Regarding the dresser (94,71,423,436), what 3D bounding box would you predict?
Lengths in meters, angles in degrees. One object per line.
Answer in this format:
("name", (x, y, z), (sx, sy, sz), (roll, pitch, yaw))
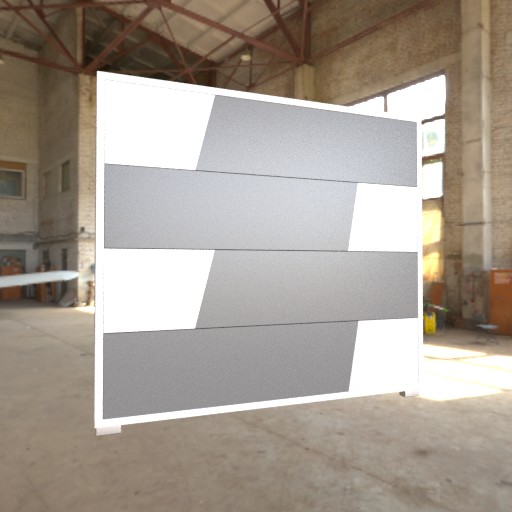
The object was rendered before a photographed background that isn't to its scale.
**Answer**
("dresser", (0.000, 0.000, 1.611), (1.100, 1.000, 0.460), (0, -1, -20))
